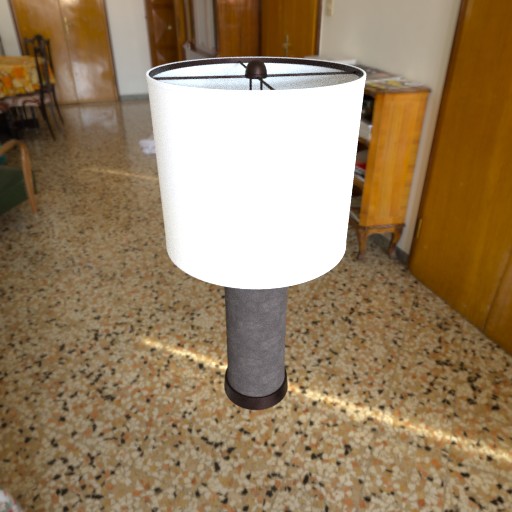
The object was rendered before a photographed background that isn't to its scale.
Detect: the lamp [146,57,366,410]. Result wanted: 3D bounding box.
[{"bbox_3d":[0.000,0.000,0.772,0.301,0.630,0.301,19,36,29],"label":"lamp"}]
